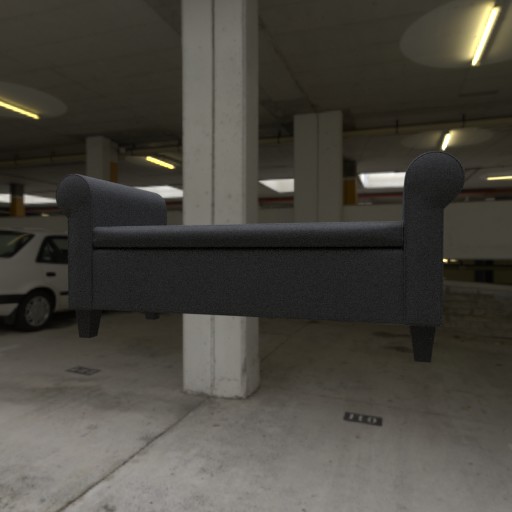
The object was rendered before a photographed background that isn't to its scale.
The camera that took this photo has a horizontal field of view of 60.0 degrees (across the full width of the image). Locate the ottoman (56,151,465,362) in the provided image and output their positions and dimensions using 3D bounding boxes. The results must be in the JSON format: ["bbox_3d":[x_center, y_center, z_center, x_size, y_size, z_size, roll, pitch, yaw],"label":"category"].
[{"bbox_3d":[0.000,0.000,1.538,1.256,0.547,0.521,0,1,18],"label":"ottoman"}]
